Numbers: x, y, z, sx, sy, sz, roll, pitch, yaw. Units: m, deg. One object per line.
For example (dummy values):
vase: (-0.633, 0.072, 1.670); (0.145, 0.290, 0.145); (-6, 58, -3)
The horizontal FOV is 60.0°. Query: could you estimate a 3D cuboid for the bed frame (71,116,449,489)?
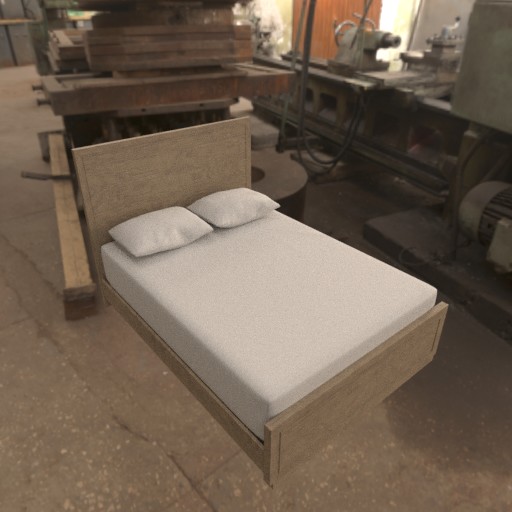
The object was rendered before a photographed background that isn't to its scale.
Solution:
bed frame: (0.000, 0.000, 3.210); (1.606, 1.369, 2.189); (-22, 37, -33)
